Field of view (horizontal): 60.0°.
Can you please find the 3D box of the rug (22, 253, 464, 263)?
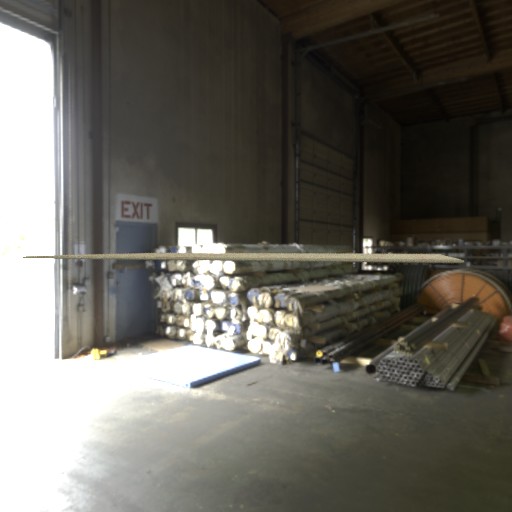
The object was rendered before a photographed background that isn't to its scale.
[{"bbox_3d":[0.000,0.000,2.293,1.839,0.012,1.219,0,1,19],"label":"rug"}]
